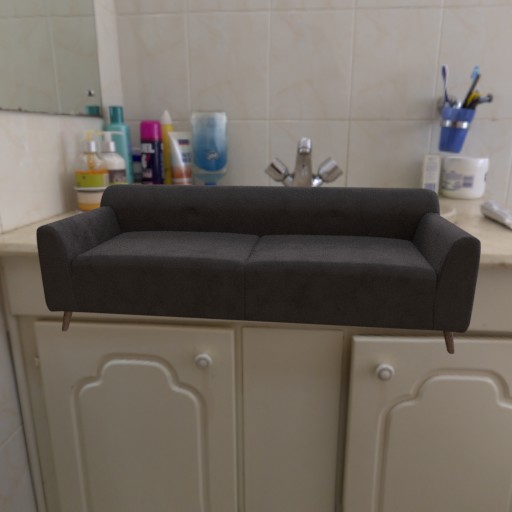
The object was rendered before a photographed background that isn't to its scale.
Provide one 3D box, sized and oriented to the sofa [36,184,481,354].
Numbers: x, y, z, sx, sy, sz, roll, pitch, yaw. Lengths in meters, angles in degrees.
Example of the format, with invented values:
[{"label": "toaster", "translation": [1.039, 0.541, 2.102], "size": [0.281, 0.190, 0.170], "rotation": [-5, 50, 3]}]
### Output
[{"label": "sofa", "translation": [0.000, 0.000, 2.618], "size": [2.190, 0.740, 0.900], "rotation": [2, 15, 7]}]
